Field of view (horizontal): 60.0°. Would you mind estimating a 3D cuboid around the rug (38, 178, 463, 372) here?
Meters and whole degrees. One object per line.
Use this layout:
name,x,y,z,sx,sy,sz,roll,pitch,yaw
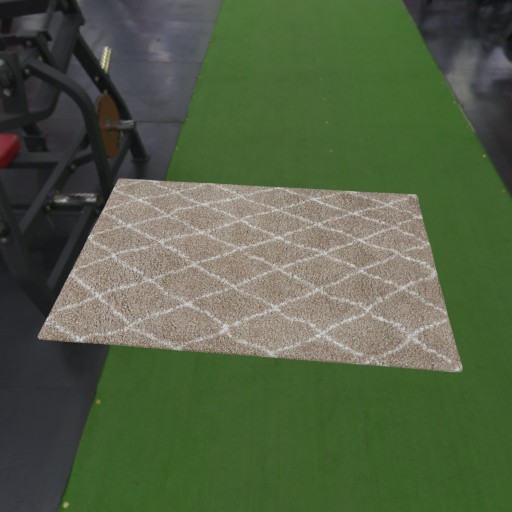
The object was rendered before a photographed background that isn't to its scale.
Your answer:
rug,0.000,0.000,3.454,2.743,0.030,1.778,4,46,4
